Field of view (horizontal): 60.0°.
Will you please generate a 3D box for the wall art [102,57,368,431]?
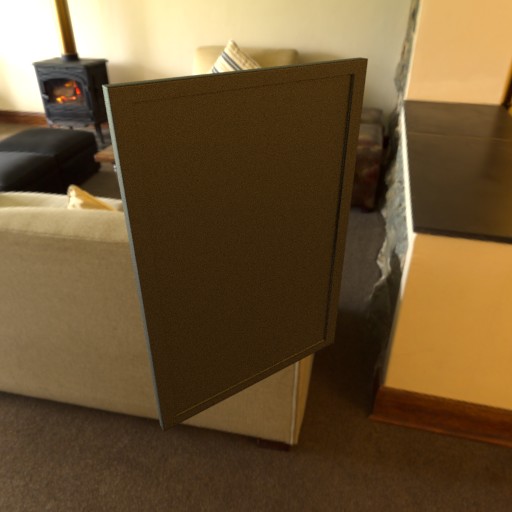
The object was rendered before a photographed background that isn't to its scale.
[{"bbox_3d":[0.000,0.000,0.551,0.303,0.431,0.013,-20,36,-29],"label":"wall art"}]
